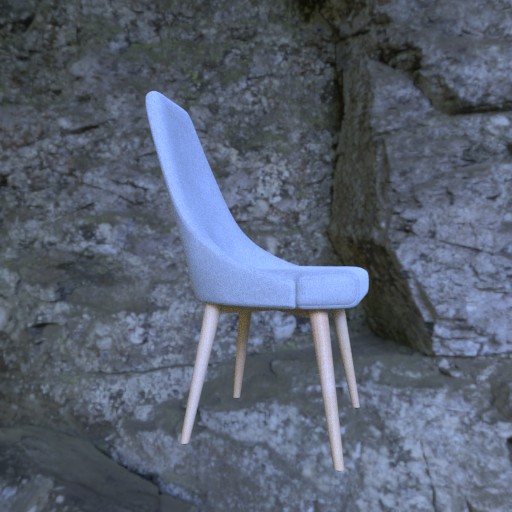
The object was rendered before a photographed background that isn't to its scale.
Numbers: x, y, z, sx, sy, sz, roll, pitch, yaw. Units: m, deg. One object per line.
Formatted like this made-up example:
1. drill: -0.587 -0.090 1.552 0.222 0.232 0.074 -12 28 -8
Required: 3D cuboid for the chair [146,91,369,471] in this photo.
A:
1. chair: 0.000 0.000 1.379 0.660 1.040 0.510 0 0 18
